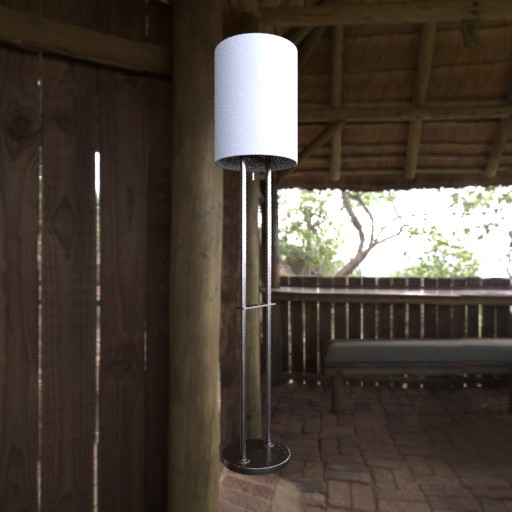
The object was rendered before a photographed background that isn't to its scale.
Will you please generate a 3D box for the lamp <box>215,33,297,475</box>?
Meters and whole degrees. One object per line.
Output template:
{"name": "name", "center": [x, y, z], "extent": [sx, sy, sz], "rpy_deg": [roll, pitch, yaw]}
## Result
{"name": "lamp", "center": [0.000, 0.000, 1.640], "extent": [0.305, 1.500, 0.306], "rpy_deg": [0, 0, 34]}
